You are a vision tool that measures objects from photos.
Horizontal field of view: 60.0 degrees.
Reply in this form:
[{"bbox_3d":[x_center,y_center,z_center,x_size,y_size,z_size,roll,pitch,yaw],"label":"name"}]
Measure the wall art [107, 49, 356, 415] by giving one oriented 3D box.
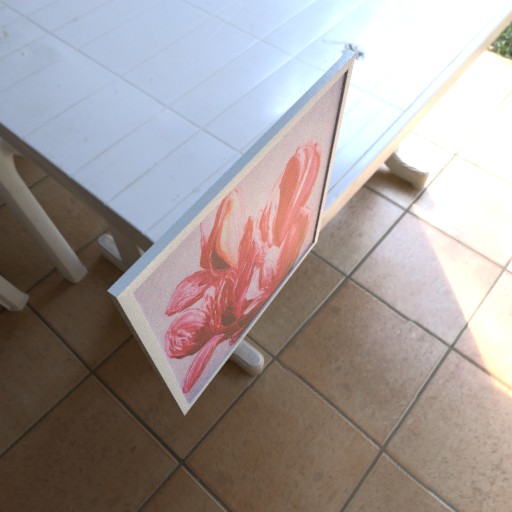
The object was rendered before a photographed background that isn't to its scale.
[{"bbox_3d":[0.000,0.000,1.227,0.022,0.803,0.805,31,62,18],"label":"wall art"}]
